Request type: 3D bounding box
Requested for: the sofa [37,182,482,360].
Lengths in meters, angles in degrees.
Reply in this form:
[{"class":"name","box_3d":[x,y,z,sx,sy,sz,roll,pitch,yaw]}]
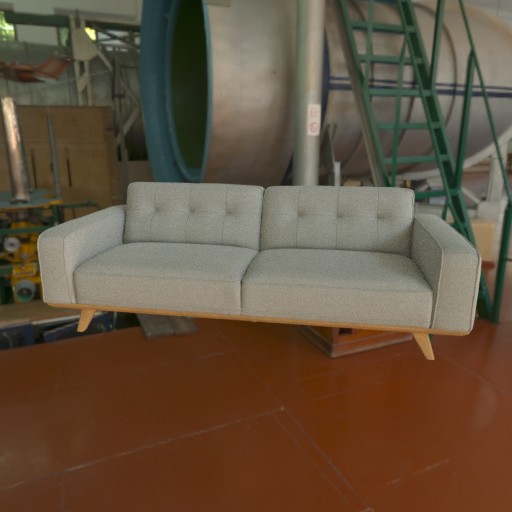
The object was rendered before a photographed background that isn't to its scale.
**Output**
[{"class":"sofa","box_3d":[0.000,0.000,2.672,2.270,0.781,0.956,3,16,9]}]
